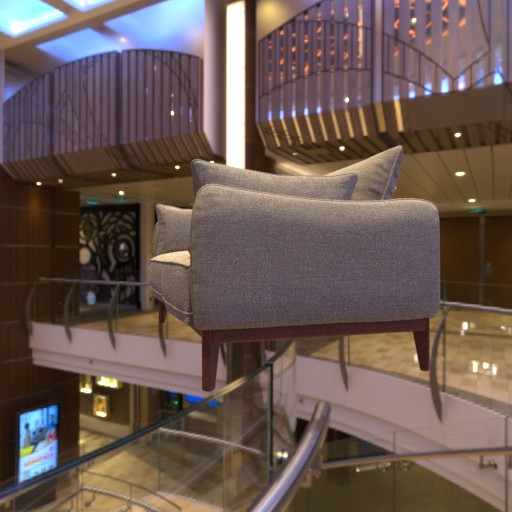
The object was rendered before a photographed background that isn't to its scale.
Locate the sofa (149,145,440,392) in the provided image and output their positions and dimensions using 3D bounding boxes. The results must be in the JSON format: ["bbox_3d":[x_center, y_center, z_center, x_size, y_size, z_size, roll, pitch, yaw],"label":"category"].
[{"bbox_3d":[0.000,0.000,2.207,0.972,0.851,1.580,0,0,-18],"label":"sofa"}]
